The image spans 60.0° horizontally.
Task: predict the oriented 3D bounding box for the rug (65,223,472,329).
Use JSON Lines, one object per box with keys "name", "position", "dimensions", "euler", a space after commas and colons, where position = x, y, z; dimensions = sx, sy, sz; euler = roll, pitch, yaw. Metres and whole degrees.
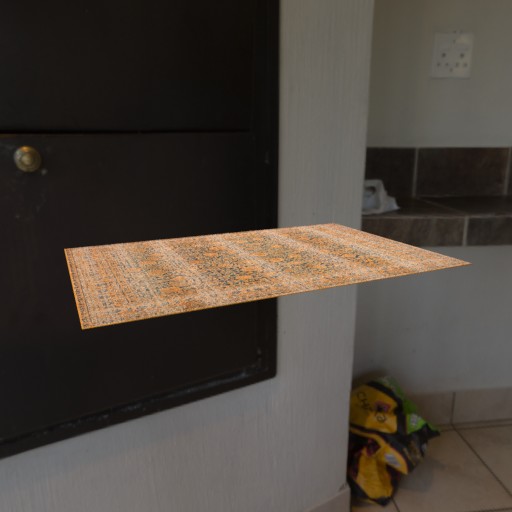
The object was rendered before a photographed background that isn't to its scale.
{"name": "rug", "position": [0.000, 0.000, 3.013], "dimensions": [2.336, 0.007, 1.525], "euler": [-7, 16, -24]}
